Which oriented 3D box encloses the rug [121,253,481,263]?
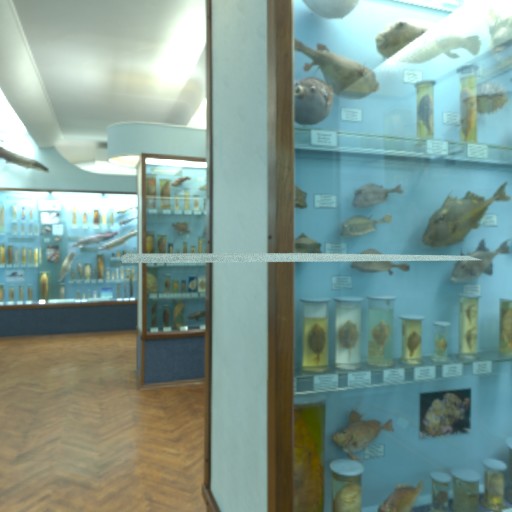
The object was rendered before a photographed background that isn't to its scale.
[{"bbox_3d":[0.000,0.000,3.997,2.332,0.027,2.933,0,1,-17],"label":"rug"}]
